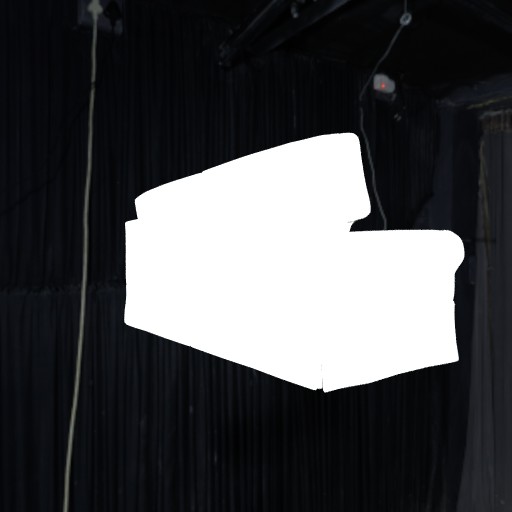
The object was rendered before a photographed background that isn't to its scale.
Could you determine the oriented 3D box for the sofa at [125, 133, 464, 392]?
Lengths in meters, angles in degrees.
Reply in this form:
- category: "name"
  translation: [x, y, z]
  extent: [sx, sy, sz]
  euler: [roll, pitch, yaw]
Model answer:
- category: "sofa"
  translation: [0.000, 0.000, 2.521]
  extent: [0.862, 0.937, 2.021]
  euler: [0, -1, -35]
